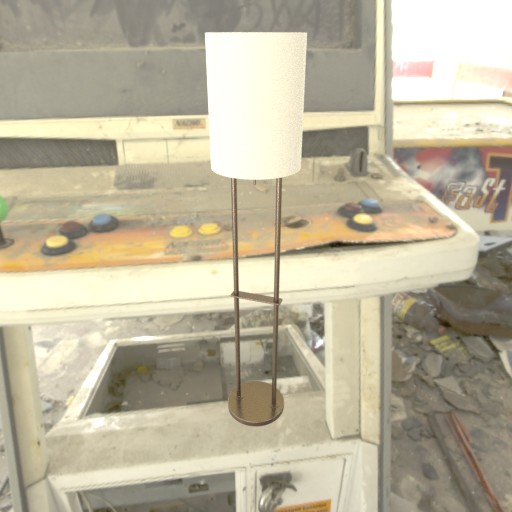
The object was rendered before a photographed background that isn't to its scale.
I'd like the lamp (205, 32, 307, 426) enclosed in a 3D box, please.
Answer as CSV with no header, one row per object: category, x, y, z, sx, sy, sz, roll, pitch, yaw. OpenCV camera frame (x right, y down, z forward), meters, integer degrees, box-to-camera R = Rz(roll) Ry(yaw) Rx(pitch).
lamp,0.000,0.000,1.667,0.306,1.500,0.305,8,28,17
